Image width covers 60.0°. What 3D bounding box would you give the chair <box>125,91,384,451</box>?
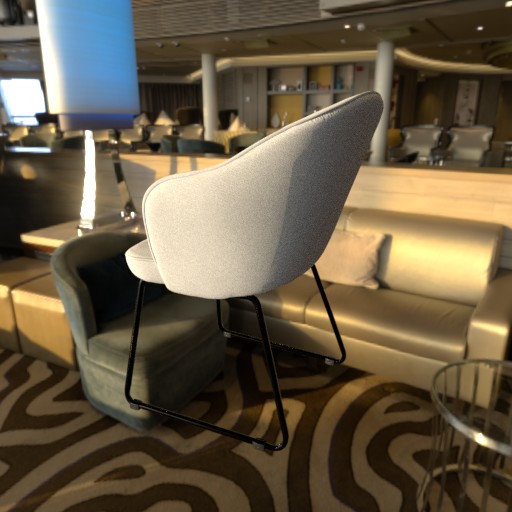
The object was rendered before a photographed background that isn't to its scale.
[{"bbox_3d":[0.000,0.000,1.193,0.592,0.817,0.570,9,20,26],"label":"chair"}]
